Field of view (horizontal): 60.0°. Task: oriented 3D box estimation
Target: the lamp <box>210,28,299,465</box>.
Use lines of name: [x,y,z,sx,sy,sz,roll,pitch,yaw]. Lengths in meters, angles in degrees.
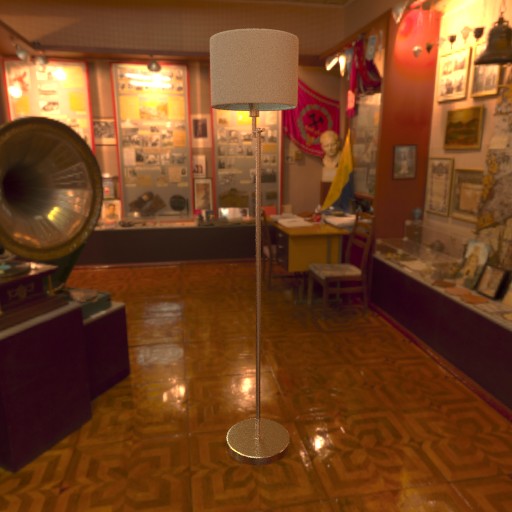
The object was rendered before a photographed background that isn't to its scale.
lamp: [0.000,0.000,1.762,0.324,1.600,0.416,-2,14,-8]
